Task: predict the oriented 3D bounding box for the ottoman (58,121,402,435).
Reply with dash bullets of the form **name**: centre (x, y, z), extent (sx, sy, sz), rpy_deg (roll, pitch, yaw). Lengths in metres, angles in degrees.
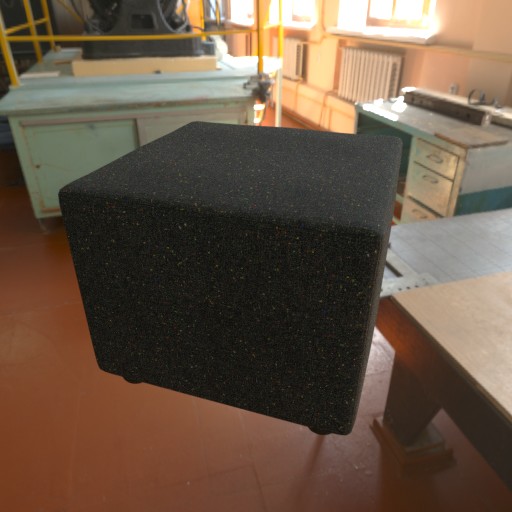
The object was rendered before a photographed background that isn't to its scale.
- **ottoman**: centre (0.000, 0.000, 0.910), extent (0.508, 0.432, 0.508), rpy_deg (9, 31, 16)
